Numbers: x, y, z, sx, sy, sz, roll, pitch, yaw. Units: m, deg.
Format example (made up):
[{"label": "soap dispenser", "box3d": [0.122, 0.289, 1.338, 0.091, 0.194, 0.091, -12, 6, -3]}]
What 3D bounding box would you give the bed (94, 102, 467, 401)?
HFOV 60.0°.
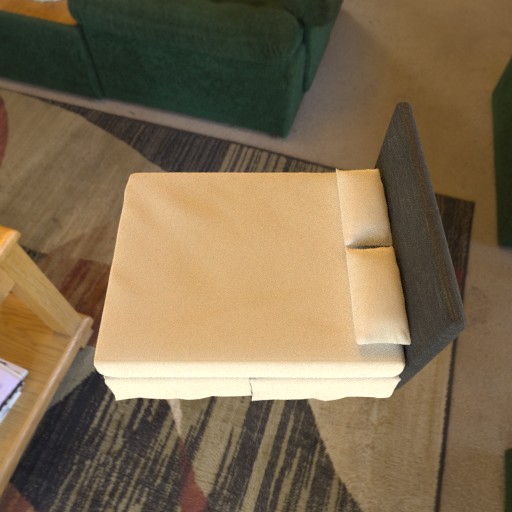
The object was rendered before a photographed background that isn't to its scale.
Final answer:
[{"label": "bed", "box3d": [0.000, 0.000, 3.150, 2.142, 1.330, 1.723, 0, 59, 0]}]
